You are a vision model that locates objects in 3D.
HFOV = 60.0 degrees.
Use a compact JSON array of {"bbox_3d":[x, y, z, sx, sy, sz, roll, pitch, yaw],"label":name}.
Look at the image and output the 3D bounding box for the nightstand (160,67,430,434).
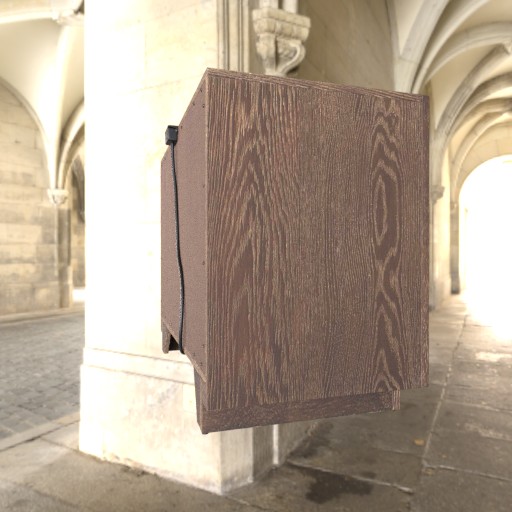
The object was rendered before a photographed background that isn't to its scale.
[{"bbox_3d":[0.000,0.000,1.143,0.457,0.612,0.775,0,0,-18],"label":"nightstand"}]
